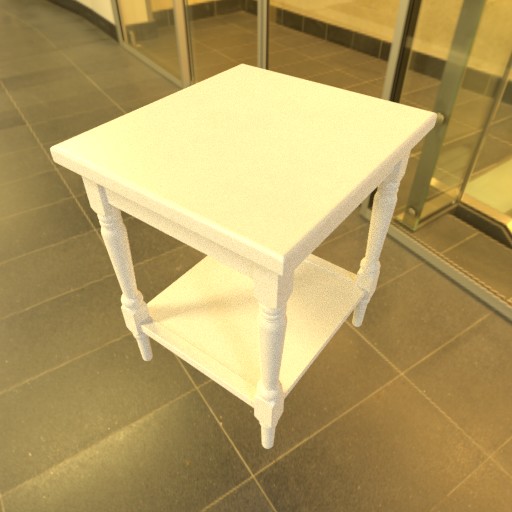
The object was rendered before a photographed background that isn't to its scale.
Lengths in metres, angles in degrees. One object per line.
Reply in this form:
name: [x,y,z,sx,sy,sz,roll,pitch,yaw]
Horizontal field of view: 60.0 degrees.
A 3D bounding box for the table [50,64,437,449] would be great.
table: [0.000,0.000,0.923,0.442,0.565,0.488,26,48,27]
